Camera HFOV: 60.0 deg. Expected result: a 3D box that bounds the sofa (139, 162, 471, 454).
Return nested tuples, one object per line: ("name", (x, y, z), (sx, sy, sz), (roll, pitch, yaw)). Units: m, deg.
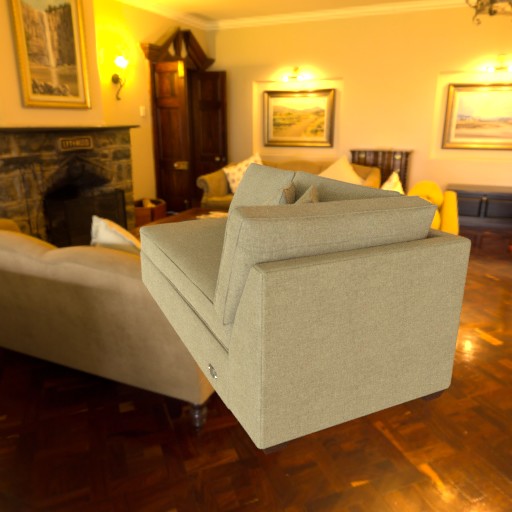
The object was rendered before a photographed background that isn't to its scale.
("sofa", (0.000, 0.000, 2.804), (1.110, 1.019, 2.238), (-8, 19, -24))
